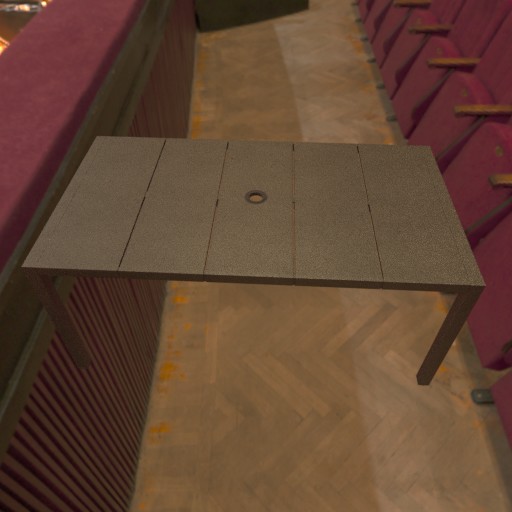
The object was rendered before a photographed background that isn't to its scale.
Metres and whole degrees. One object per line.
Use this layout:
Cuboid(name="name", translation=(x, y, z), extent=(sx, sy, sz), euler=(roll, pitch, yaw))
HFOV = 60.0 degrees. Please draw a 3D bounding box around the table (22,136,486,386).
Cuboid(name="table", translation=(0.000, 0.000, 2.177), extent=(1.680, 0.735, 0.914), euler=(2, 46, 2))
